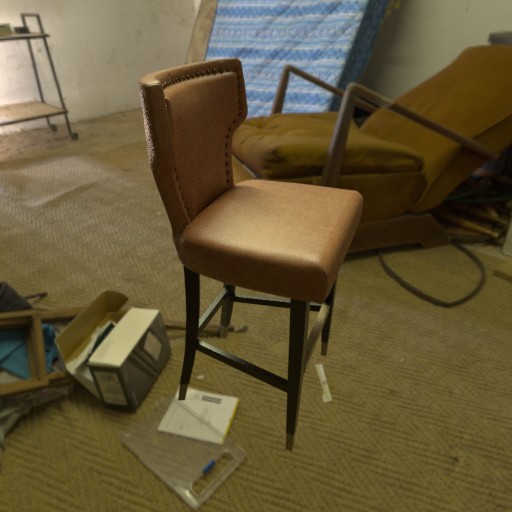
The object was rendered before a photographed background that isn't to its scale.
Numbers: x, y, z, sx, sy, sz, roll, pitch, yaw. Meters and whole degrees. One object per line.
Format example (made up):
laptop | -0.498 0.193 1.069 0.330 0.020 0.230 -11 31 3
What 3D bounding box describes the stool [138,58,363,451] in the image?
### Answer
stool | 0.000 0.000 1.399 0.563 1.092 0.526 11 32 18
